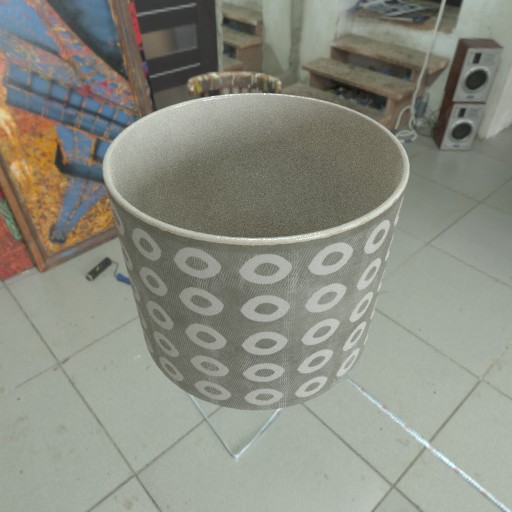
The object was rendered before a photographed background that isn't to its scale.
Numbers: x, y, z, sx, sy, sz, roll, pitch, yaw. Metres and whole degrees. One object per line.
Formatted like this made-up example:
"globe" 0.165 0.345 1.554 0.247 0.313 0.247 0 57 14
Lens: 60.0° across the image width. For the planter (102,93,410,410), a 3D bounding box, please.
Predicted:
"planter" 0.000 0.000 0.449 0.250 0.239 0.250 0 41 0
